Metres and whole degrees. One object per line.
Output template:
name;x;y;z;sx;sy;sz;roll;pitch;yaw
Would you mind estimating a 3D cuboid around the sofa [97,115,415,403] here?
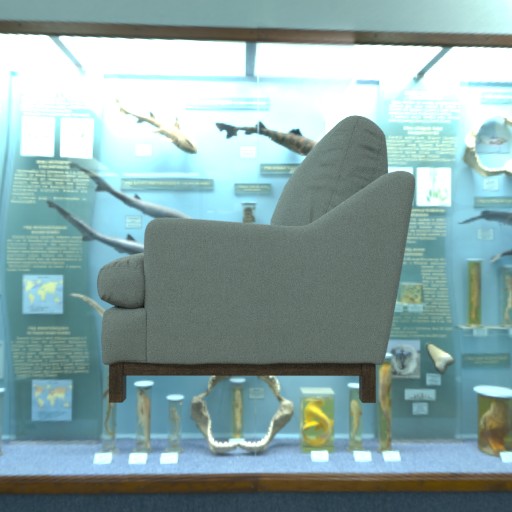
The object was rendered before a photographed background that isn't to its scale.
sofa;0.000;0.000;2.117;0.987;0.921;1.589;0;-1;0
